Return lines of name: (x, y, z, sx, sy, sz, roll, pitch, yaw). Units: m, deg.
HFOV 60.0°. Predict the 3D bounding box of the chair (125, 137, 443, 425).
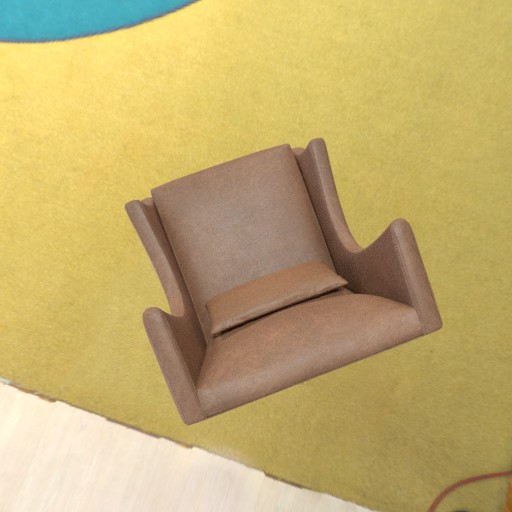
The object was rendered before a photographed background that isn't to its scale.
chair: (0.000, 0.000, 1.698, 0.815, 1.088, 0.913, -20, 78, -4)
